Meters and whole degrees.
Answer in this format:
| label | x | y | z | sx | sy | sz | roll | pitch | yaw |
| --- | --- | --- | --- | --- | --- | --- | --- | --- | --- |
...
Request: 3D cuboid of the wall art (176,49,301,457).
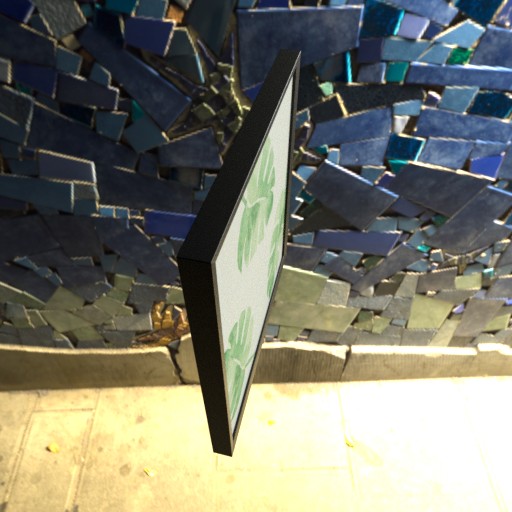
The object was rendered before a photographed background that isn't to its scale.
| label | x | y | z | sx | sy | sz | roll | pitch | yaw |
| --- | --- | --- | --- | --- | --- | --- | --- | --- | --- |
| wall art | 0.000 | 0.000 | 0.773 | 0.036 | 0.508 | 0.508 | 10 | 47 | 9 |
